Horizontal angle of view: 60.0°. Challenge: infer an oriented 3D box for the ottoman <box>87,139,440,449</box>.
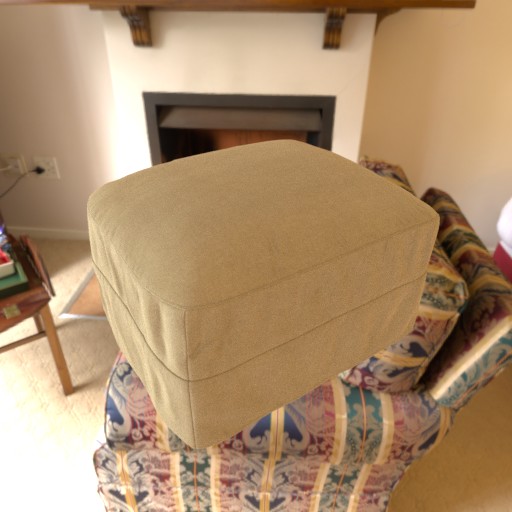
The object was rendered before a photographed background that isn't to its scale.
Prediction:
[{"bbox_3d":[0.000,0.000,1.112,0.712,0.480,0.584,-20,37,-28],"label":"ottoman"}]
